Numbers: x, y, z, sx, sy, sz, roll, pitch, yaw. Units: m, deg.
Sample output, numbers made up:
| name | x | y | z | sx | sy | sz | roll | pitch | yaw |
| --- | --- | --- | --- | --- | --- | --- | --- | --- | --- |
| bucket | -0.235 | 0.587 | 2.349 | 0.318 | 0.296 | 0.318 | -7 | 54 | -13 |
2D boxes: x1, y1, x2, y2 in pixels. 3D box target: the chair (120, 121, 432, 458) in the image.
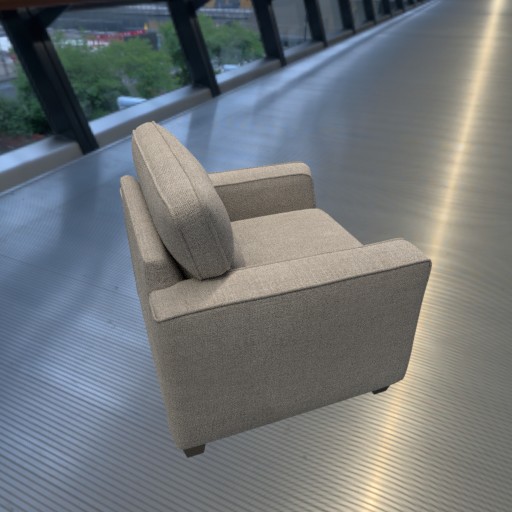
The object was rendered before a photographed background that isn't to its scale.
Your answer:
| name | x | y | z | sx | sy | sz | roll | pitch | yaw |
| --- | --- | --- | --- | --- | --- | --- | --- | --- | --- |
| chair | 0.000 | 0.000 | 1.800 | 0.939 | 0.965 | 1.015 | -11 | 33 | -17 |
